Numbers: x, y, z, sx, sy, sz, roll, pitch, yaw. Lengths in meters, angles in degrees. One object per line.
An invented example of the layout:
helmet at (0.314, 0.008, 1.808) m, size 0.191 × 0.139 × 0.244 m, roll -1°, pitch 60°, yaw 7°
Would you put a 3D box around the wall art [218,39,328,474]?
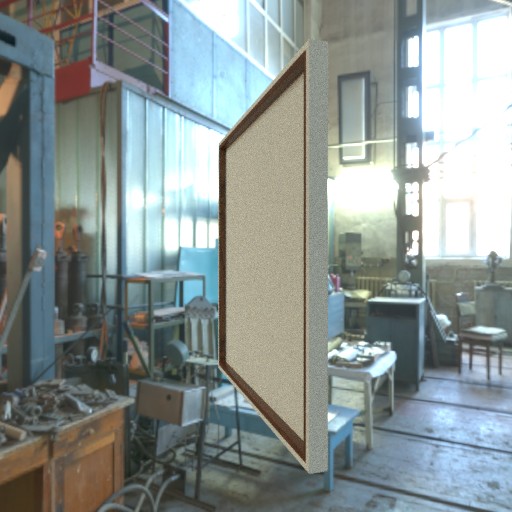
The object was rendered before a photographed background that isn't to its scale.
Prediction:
wall art at (0.000, 0.000, 1.136) m, size 0.037 × 0.757 × 0.757 m, roll 0°, pitch 0°, yaw -17°
